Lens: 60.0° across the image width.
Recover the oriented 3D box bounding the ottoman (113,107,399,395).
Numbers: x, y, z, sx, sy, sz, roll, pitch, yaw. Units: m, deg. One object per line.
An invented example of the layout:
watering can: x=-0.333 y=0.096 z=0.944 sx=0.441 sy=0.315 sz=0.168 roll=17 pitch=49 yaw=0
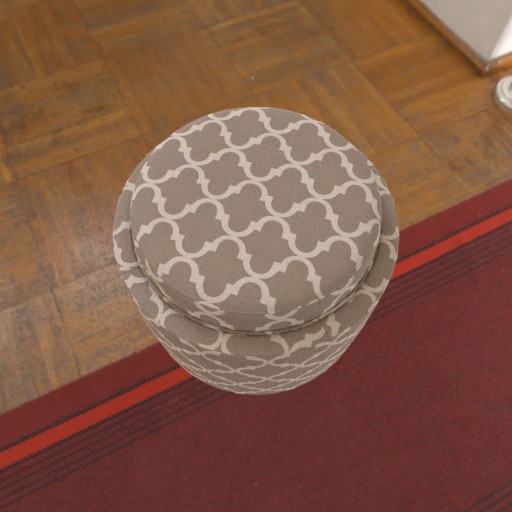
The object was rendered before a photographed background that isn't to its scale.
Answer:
ottoman: x=0.000 y=0.000 z=0.862 sx=0.480 sy=0.429 sz=0.480 roll=0 pitch=63 yaw=0
